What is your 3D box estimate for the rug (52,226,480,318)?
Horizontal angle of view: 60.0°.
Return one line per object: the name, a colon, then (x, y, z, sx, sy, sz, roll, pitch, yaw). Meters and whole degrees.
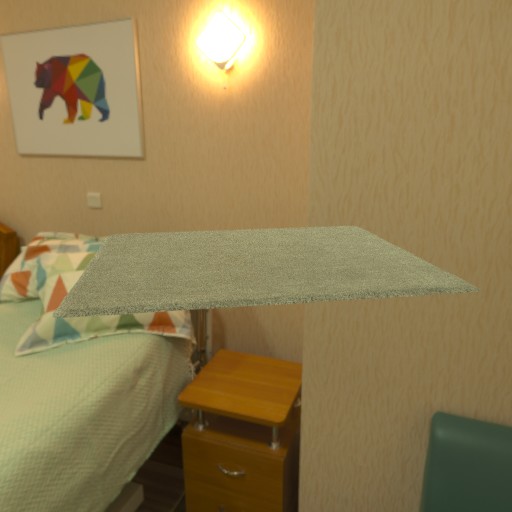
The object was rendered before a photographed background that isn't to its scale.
rug: (0.000, 0.000, 4.022, 2.933, 0.027, 2.332, -3, 16, -9)
